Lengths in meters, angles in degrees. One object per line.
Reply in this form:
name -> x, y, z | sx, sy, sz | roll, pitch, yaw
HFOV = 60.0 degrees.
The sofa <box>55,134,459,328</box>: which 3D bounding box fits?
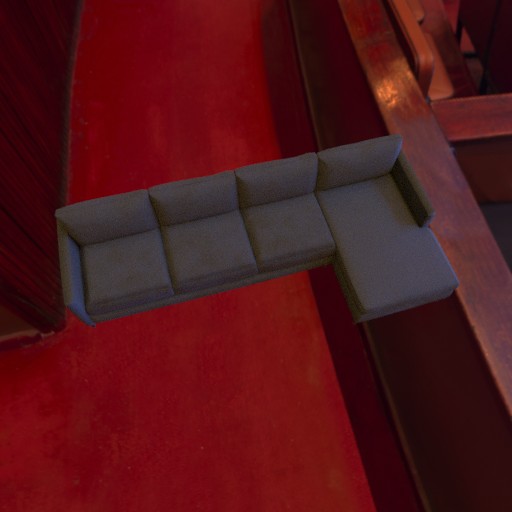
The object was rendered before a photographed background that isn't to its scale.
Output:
sofa -> 0.000, 0.000, 3.278 | 2.725, 0.756, 1.255 | -14, 64, -7
